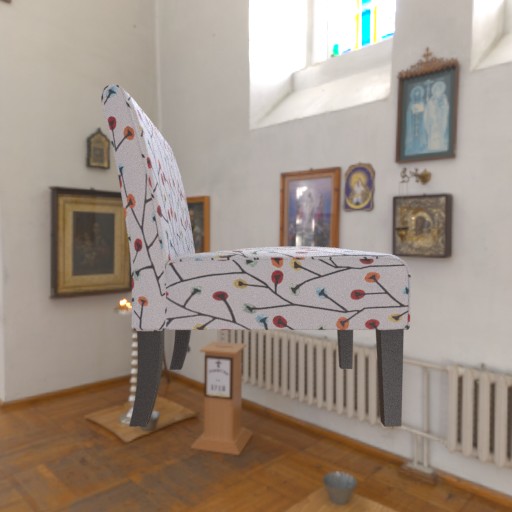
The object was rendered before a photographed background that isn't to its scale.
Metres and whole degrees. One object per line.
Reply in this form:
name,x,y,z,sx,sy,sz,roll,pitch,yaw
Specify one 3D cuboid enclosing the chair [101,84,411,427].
chair,0.000,0.000,1.323,0.732,0.813,0.597,0,0,0
